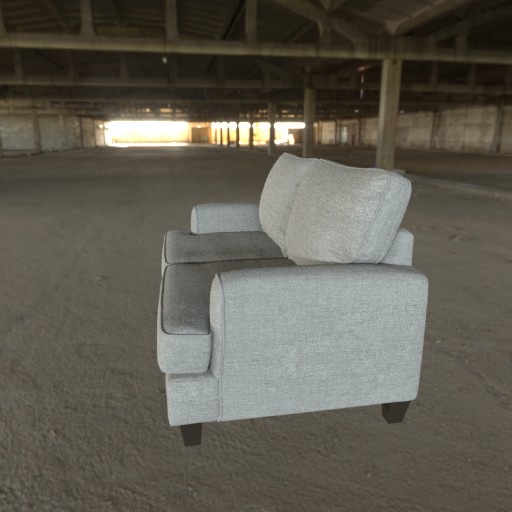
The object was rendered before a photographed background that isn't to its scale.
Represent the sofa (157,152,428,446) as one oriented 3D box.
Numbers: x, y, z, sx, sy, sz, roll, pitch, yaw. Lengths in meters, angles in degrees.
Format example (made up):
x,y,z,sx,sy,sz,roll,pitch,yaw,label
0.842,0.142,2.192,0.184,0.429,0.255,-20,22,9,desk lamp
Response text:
x,y,z,sx,sy,sz,roll,pitch,yaw,label
0.000,0.000,2.245,0.965,0.965,1.651,-3,16,-10,sofa
